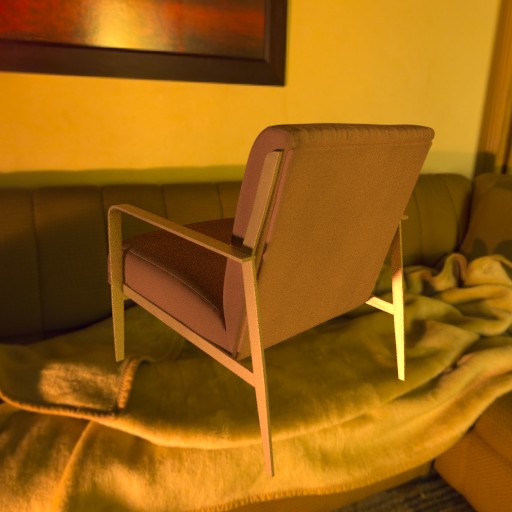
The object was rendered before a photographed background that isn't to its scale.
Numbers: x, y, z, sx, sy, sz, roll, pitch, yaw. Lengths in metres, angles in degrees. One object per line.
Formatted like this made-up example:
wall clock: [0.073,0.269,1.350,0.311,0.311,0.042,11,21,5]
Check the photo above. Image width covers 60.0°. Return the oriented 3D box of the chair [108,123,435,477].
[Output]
chair: [0.000,0.000,1.442,0.701,0.823,0.848,-15,22,-41]
